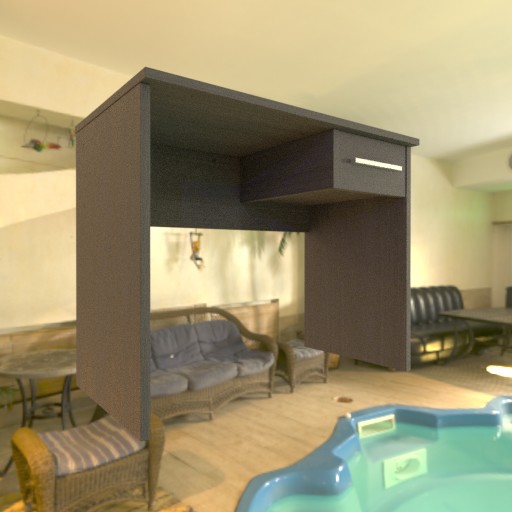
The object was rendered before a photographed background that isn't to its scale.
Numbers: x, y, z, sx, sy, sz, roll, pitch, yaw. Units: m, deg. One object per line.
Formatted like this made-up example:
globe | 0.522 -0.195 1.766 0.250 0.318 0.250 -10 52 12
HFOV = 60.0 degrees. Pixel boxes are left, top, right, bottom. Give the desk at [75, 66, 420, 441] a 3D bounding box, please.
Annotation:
desk | 0.000 0.000 1.309 0.893 0.724 0.498 0 0 -37
